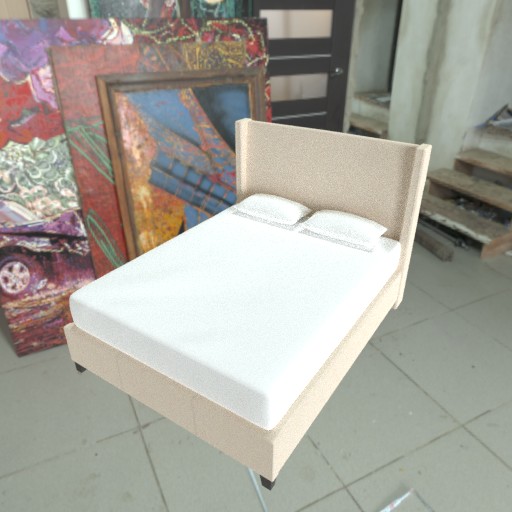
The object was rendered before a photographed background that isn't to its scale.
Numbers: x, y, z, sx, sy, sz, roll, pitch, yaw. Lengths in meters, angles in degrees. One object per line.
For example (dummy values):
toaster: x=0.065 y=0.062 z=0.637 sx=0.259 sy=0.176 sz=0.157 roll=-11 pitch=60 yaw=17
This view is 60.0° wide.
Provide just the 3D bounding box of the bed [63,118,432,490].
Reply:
bed: x=0.000 y=0.000 z=3.397 sx=1.778 sy=1.471 sz=2.293 roll=18 pitch=34 yaw=29
